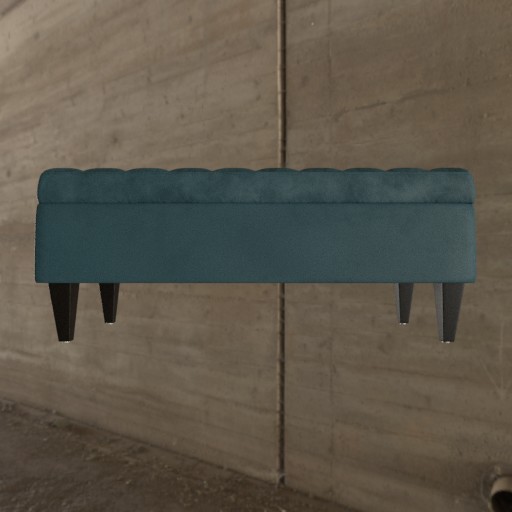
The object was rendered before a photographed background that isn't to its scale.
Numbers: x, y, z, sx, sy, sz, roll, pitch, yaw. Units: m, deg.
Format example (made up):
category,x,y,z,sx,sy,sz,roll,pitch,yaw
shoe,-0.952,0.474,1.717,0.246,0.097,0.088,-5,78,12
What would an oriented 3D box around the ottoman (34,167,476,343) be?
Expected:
category,x,y,z,sx,sy,sz,roll,pitch,yaw
ottoman,0.000,0.000,1.374,1.151,0.469,0.482,0,-1,0
